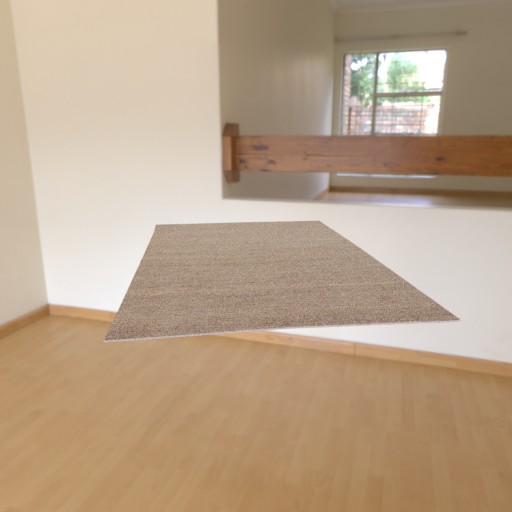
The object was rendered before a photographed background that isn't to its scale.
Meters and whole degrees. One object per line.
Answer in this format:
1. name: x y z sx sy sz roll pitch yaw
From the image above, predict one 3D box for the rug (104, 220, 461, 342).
1. rug: 0.000 0.000 2.253 1.154 0.021 1.792 -2 15 -7
